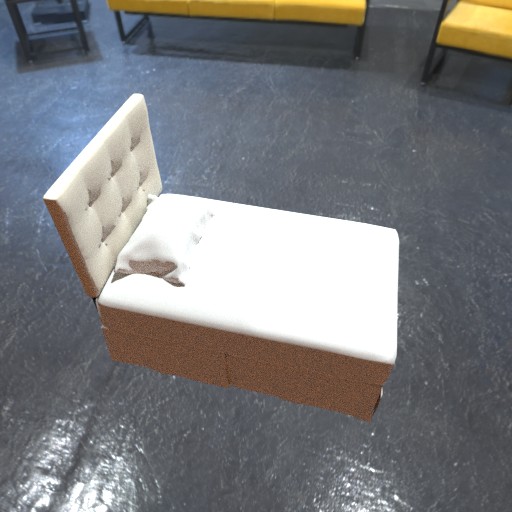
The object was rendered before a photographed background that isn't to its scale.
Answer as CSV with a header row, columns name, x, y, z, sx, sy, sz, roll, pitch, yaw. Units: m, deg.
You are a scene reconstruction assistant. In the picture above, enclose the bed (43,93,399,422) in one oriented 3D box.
name,x,y,z,sx,sy,sz,roll,pitch,yaw
bed,0.000,0.000,3.028,1.997,1.571,1.261,10,48,9
